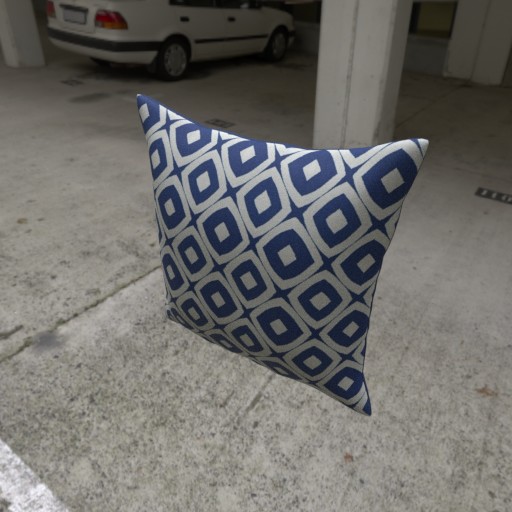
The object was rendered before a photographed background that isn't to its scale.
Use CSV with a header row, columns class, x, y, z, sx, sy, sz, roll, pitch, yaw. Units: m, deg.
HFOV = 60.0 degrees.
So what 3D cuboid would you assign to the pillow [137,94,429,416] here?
class,x,y,z,sx,sy,sz,roll,pitch,yaw
pillow,0.000,0.000,0.779,0.504,0.494,0.188,19,36,29
